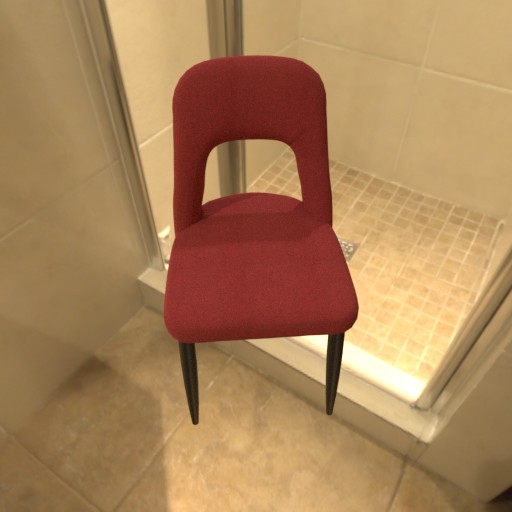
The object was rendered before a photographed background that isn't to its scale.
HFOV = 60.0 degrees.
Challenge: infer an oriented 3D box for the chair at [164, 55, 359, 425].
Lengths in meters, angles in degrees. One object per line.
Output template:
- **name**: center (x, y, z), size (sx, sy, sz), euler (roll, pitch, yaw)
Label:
- **chair**: center (0.000, 0.000, 1.241), size (0.483, 0.892, 0.569), euler (-3, 47, -3)
